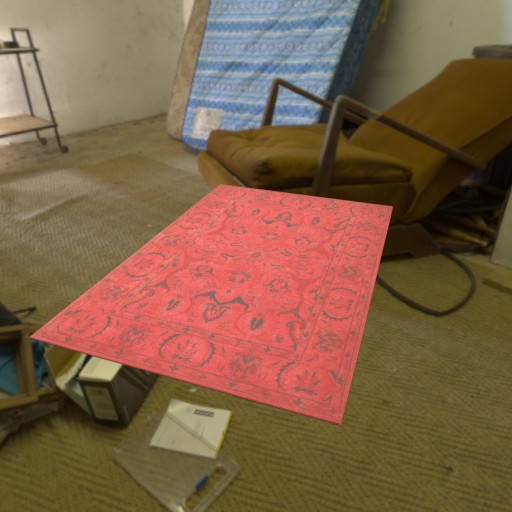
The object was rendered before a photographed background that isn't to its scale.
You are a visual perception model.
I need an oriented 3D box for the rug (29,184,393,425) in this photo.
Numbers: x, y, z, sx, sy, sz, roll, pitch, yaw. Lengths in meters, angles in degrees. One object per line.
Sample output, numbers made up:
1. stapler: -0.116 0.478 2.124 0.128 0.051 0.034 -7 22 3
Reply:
1. rug: 0.000 0.000 2.276 1.209 0.008 1.814 10 31 17
